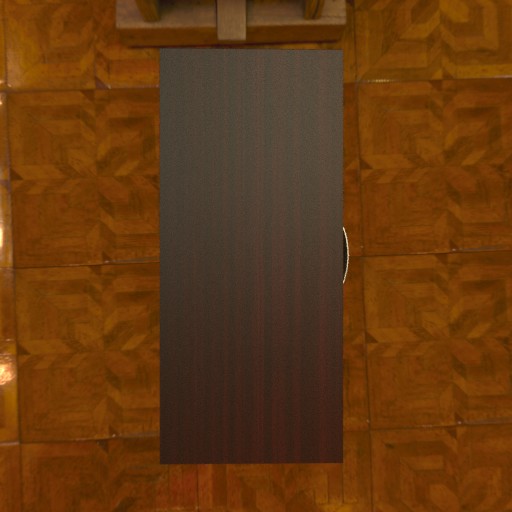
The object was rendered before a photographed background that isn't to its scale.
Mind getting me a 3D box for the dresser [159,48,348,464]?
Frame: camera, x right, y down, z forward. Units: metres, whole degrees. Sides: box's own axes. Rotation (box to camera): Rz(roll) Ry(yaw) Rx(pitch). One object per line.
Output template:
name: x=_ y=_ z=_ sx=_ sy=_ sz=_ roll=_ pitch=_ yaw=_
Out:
dresser: x=0.000 y=0.000 z=1.160 sx=0.360 sy=0.720 sz=0.750 roll=0 pitch=90 yaw=-1
